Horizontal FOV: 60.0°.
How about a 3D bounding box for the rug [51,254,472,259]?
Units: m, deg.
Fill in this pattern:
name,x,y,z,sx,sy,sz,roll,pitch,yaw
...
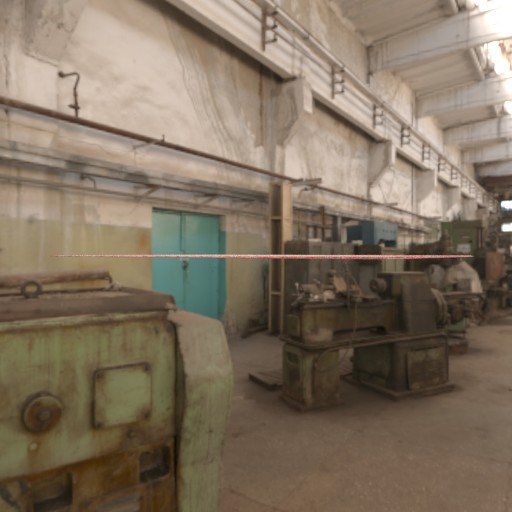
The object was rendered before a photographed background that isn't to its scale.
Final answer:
name,x,y,z,sx,sy,sz,roll,pitch,yaw
rug,0.000,0.000,2.289,1.829,0.006,1.219,0,0,37
